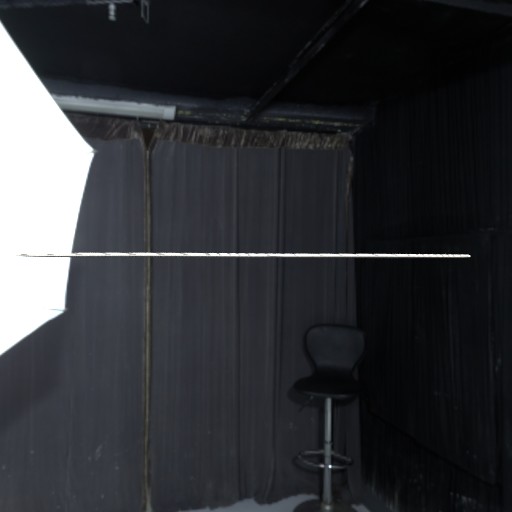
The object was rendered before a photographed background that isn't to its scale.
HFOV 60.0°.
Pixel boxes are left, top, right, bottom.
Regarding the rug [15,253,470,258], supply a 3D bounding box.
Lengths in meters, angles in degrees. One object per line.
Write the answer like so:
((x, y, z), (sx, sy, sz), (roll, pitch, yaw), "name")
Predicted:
((0.000, 0.000, 2.658), (2.439, 0.020, 0.773), (0, 0, -16), "rug")
